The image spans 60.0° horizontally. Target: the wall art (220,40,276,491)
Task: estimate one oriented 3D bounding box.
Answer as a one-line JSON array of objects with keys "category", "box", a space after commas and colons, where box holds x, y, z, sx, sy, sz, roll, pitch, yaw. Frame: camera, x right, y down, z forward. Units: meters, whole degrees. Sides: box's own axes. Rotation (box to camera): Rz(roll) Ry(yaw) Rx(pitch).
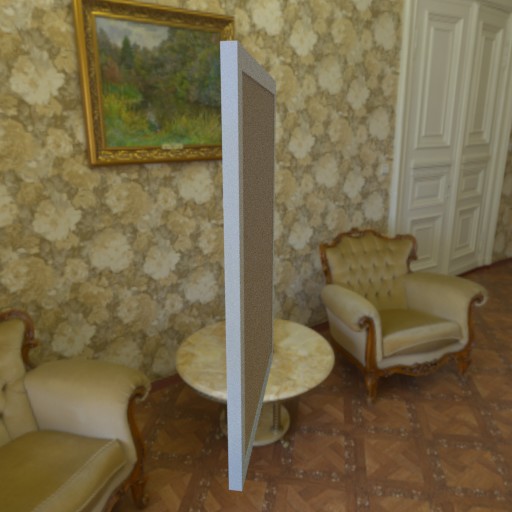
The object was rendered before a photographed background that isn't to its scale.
[{"category": "wall art", "box": [0.000, 0.000, 1.442, 0.038, 1.143, 0.764, 2, 16, 8]}]
